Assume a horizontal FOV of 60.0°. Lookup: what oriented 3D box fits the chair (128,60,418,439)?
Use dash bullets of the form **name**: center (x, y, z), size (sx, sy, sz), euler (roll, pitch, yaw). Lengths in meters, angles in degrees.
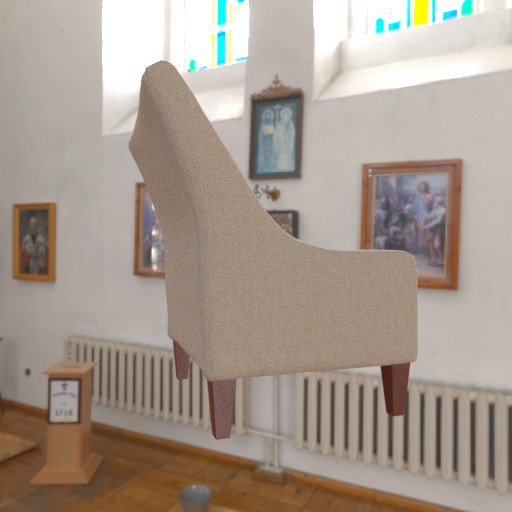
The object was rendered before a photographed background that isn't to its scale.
- **chair**: center (0.000, 0.000, 1.620), size (0.870, 1.014, 0.774), euler (0, -1, -19)
